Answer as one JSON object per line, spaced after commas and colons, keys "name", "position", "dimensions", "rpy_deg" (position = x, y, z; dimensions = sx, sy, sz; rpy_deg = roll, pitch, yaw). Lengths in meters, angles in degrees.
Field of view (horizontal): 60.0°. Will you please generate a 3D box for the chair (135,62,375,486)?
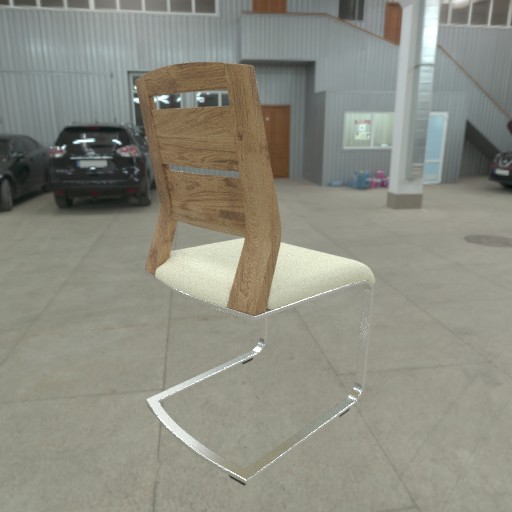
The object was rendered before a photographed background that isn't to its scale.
{"name": "chair", "position": [0.000, 0.000, 1.246], "dimensions": [0.561, 0.955, 0.457], "rpy_deg": [-15, 22, -42]}
